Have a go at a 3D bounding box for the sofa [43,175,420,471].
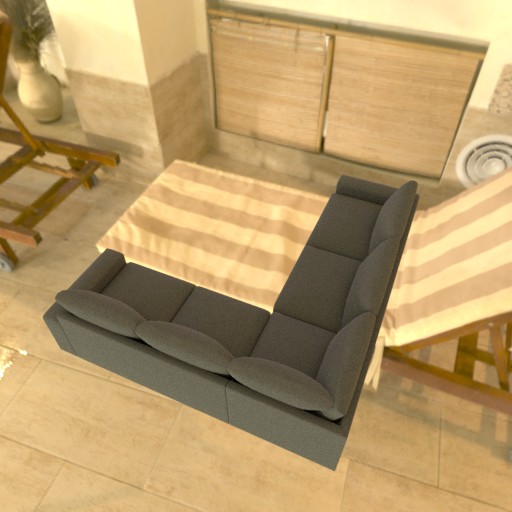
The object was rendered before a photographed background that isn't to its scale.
[{"bbox_3d":[0.000,0.000,4.823,2.895,0.965,3.277,18,49,16],"label":"sofa"}]
